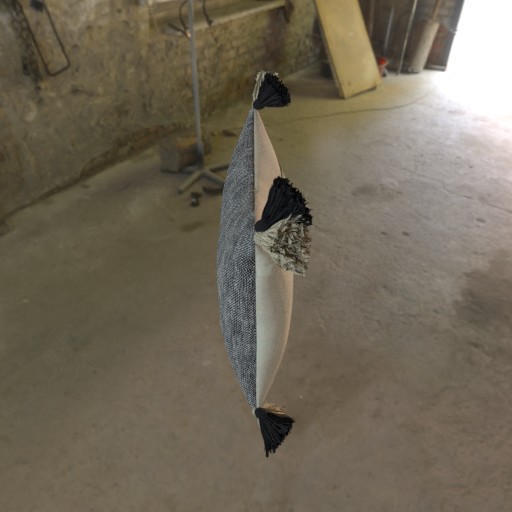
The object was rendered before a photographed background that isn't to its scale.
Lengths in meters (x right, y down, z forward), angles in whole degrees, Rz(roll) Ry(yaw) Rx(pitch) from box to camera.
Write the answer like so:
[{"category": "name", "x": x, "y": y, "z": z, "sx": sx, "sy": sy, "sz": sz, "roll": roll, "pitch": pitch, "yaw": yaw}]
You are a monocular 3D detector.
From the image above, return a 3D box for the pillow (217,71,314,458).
[{"category": "pillow", "x": 0.000, "y": 0.000, "z": 0.988, "sx": 0.170, "sy": 0.659, "sz": 0.654, "roll": 0, "pitch": 41, "yaw": 0}]
